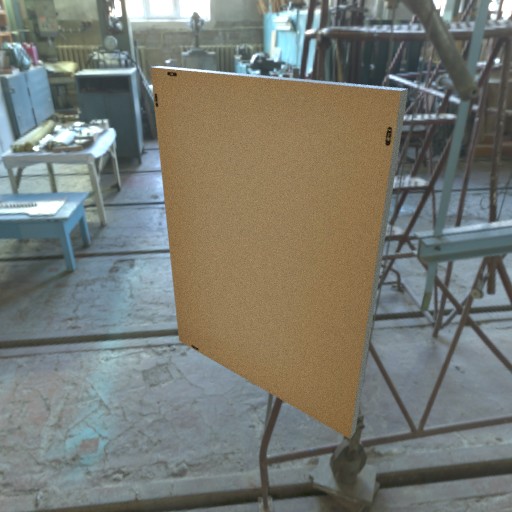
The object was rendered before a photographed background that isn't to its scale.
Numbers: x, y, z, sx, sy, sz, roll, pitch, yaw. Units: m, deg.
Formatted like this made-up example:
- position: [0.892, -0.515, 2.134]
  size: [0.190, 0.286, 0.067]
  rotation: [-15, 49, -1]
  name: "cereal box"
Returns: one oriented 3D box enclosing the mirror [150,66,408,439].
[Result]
- position: [0.000, 0.000, 1.342]
  size: [0.762, 1.016, 0.040]
  rotation: [21, 35, 33]
  name: "mirror"
